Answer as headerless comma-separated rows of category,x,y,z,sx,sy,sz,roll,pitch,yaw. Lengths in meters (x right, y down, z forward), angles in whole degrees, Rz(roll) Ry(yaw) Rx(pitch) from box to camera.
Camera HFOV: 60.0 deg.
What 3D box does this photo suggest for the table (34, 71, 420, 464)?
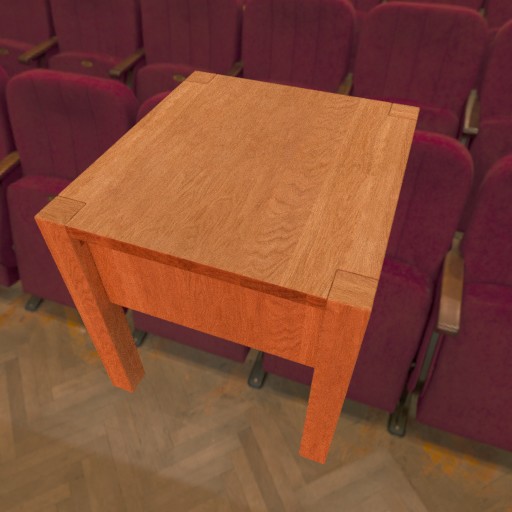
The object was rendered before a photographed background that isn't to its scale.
table,0.000,0.000,0.840,0.440,0.450,0.480,15,48,14
